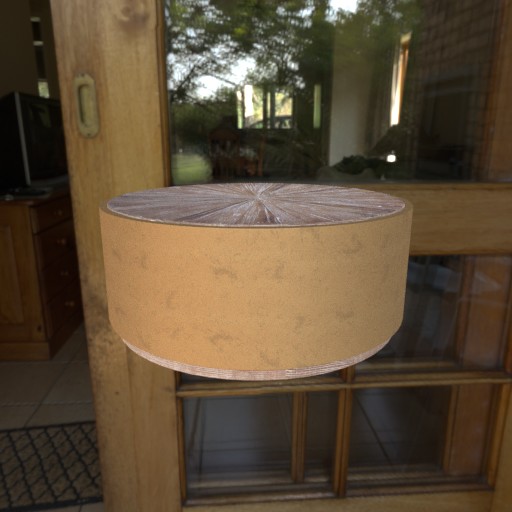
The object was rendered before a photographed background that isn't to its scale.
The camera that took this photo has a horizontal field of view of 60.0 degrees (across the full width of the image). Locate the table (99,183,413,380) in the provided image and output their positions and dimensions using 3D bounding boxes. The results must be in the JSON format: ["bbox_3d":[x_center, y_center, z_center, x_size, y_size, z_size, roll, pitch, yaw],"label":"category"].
[{"bbox_3d":[0.000,0.000,1.543,1.001,0.409,1.001,0,15,0],"label":"table"}]
